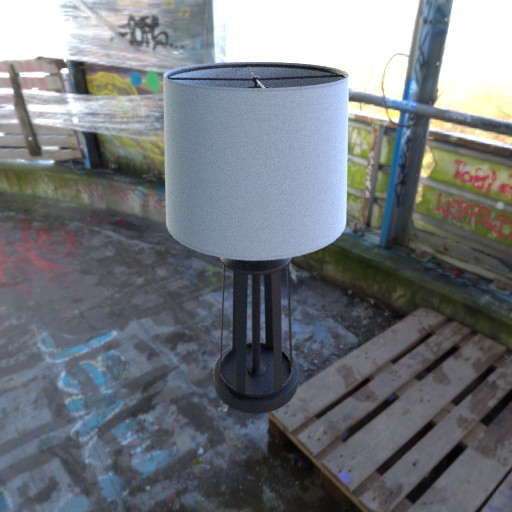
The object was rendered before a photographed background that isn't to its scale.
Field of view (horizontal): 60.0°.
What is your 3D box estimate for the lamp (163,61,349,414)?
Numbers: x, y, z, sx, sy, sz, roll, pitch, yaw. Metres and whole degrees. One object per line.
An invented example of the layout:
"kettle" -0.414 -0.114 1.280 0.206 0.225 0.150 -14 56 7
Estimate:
"lamp" 0.000 0.000 0.660 0.251 0.509 0.251 0 30 0
